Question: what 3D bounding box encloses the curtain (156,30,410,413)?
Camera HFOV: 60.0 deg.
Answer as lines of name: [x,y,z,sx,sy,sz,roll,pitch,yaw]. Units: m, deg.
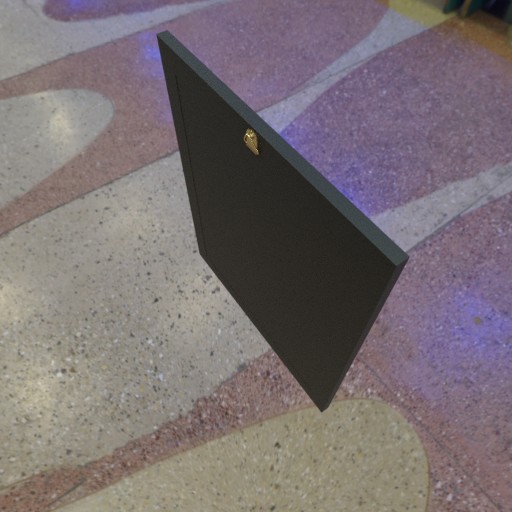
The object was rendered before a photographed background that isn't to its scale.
curtain: [0.000,0.000,0.783,0.027,0.585,0.483,-31,62,-18]
